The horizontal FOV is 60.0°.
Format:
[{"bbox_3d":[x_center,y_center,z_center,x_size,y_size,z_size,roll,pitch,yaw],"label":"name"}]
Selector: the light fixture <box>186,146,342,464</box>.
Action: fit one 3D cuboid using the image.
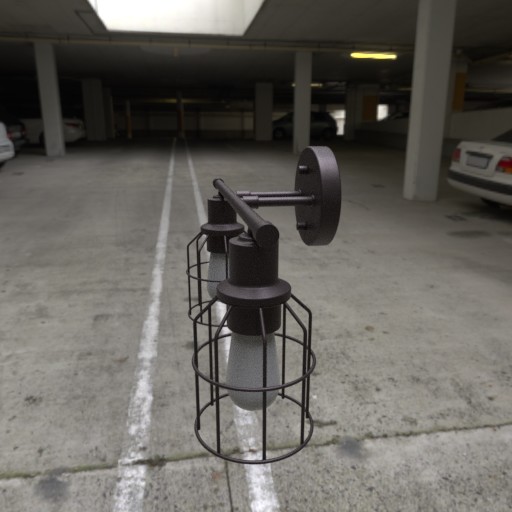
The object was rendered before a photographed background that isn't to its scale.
[{"bbox_3d":[0.000,0.000,0.530,0.165,0.254,0.406,-2,15,-9],"label":"light fixture"}]
